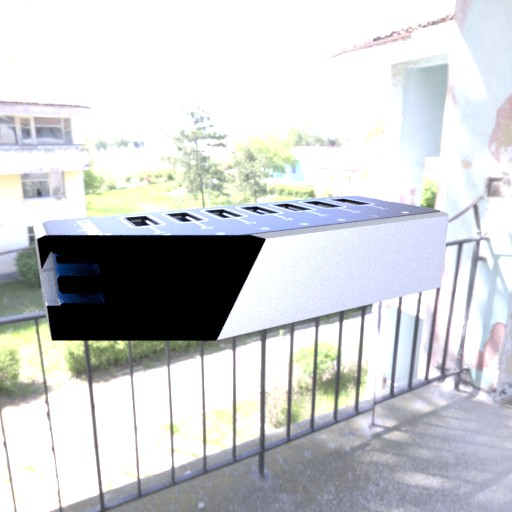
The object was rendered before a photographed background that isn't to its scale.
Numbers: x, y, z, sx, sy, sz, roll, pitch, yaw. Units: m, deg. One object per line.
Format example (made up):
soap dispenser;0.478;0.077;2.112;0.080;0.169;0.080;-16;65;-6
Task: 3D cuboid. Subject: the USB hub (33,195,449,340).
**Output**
USB hub;0.000;0.000;0.126;0.110;0.023;0.044;-8;18;-28
